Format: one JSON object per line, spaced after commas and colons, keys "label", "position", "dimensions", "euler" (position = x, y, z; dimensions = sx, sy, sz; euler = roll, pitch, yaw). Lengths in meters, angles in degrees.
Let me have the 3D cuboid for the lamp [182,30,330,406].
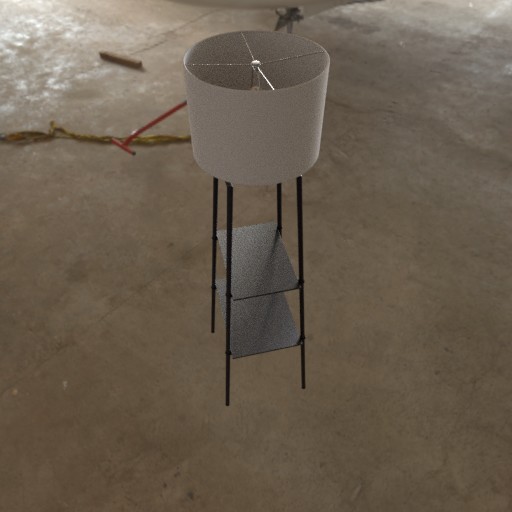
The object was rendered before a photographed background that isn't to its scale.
{"label": "lamp", "position": [0.000, 0.000, 1.666], "dimensions": [0.384, 1.474, 0.427], "euler": [-10, 47, -9]}
